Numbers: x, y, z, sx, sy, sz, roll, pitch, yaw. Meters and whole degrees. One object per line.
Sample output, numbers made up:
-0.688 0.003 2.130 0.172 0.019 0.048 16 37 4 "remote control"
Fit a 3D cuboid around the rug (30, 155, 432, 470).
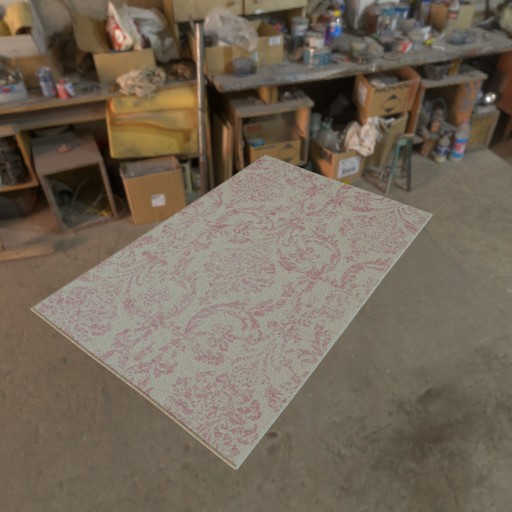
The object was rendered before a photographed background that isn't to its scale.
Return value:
0.000 0.000 2.319 1.219 0.012 1.839 26 47 27 "rug"
